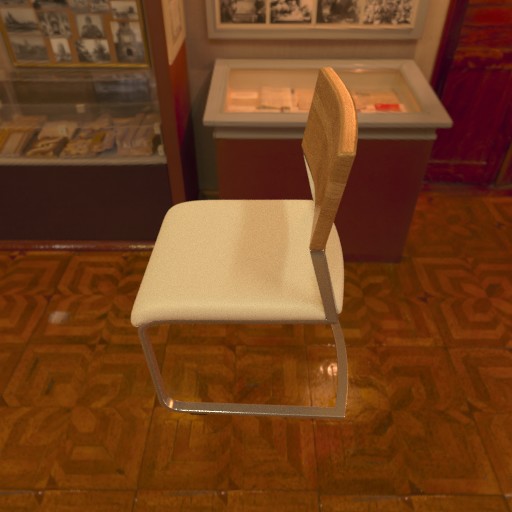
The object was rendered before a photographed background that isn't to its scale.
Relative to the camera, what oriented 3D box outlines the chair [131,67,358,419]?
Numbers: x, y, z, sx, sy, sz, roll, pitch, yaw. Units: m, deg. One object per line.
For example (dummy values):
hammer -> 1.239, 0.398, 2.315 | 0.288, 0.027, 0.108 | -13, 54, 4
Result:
chair -> 0.000, 0.000, 1.193 | 0.585, 0.844, 0.467 | 2, 40, 2
